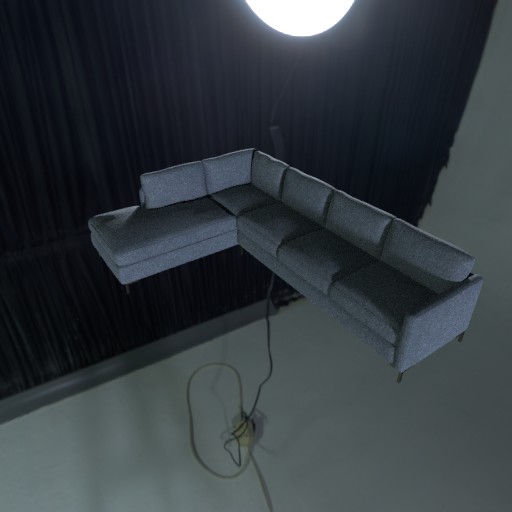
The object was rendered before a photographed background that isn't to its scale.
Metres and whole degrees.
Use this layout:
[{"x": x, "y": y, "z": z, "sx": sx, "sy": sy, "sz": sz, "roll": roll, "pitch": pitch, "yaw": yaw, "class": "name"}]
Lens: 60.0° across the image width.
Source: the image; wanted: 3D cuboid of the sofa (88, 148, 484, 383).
[{"x": 0.000, "y": 0.000, "z": 3.804, "sx": 2.007, "sy": 0.815, "sz": 2.949, "roll": -21, "pitch": 39, "yaw": -29, "class": "sofa"}]
